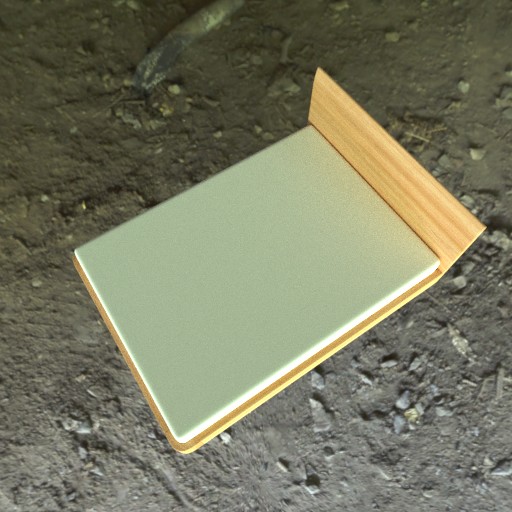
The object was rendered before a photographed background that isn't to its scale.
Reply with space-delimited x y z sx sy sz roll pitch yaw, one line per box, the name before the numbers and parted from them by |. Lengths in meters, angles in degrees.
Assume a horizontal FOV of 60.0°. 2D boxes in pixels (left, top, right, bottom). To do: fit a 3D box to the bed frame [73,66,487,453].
bed frame | 0.000 0.000 2.816 1.992 0.940 1.472 -31 67 -14
